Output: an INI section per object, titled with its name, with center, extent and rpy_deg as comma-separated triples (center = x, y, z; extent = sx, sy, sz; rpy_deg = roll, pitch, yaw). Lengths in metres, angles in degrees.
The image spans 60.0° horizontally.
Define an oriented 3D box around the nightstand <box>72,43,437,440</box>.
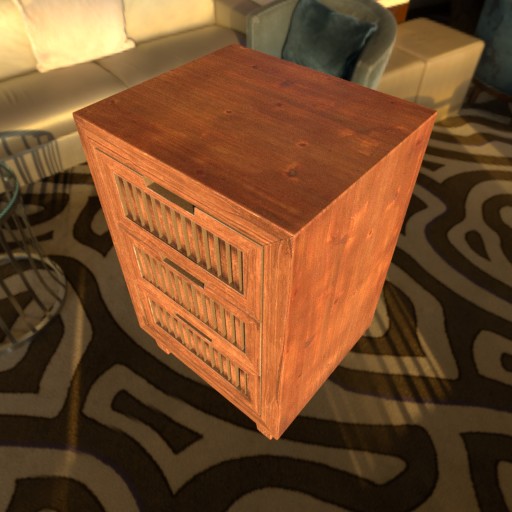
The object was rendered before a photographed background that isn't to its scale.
[nightstand]
center = 0.000, 0.000, 0.993
extent = 0.465, 0.695, 0.410
rpy_deg = 31, 53, 27
